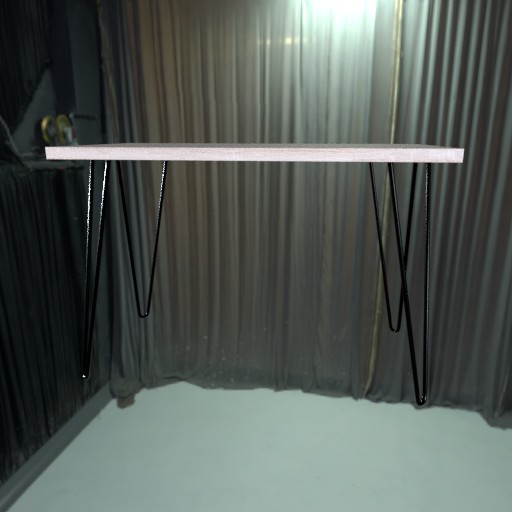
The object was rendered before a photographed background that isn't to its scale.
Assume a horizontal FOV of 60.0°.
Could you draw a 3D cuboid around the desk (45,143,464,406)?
[{"bbox_3d":[0.000,0.000,1.363,0.991,0.660,0.499,2,16,8],"label":"desk"}]
